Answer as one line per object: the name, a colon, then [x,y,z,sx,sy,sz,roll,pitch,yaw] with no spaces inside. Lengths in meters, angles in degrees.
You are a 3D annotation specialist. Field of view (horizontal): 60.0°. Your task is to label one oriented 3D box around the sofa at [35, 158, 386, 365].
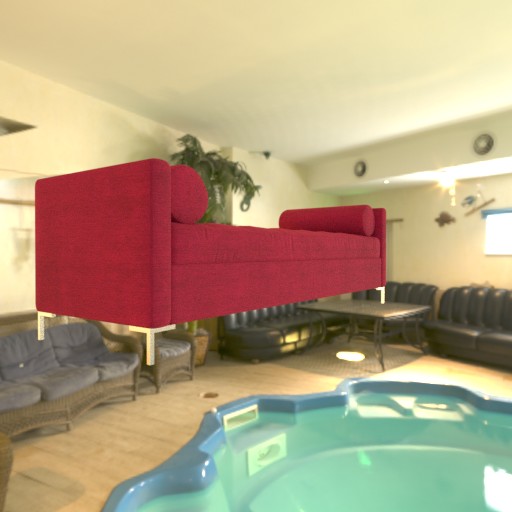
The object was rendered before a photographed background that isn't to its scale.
sofa: [0.000,0.000,2.311,0.686,0.635,1.981,0,1,36]
